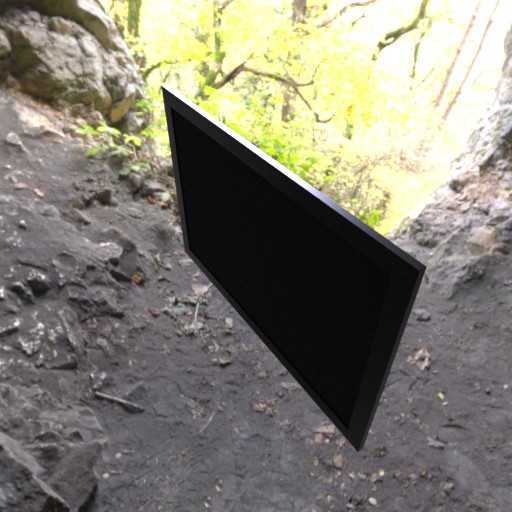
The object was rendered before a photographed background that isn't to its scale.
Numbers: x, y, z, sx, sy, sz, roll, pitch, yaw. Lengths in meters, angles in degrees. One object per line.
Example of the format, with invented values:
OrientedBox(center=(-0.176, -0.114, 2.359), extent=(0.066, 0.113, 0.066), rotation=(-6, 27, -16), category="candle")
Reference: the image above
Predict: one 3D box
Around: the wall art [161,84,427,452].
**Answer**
OrientedBox(center=(0.000, 0.000, 0.847), extent=(0.013, 0.447, 0.660), rotation=(-25, 47, -25), category="wall art")
